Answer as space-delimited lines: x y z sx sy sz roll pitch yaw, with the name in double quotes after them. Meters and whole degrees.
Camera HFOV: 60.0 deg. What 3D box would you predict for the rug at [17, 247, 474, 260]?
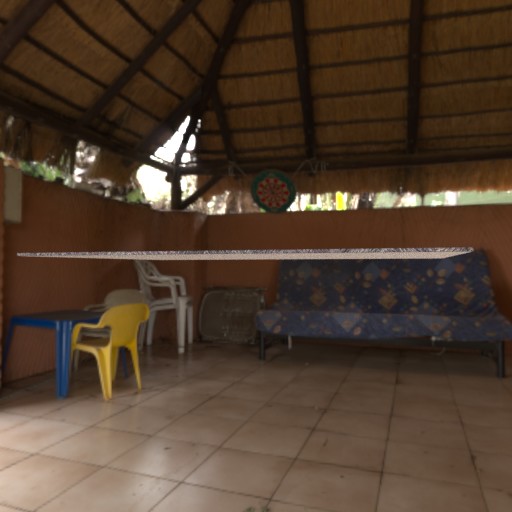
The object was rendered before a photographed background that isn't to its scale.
0.000 0.000 2.802 2.298 0.017 1.501 0 -1 19 "rug"
